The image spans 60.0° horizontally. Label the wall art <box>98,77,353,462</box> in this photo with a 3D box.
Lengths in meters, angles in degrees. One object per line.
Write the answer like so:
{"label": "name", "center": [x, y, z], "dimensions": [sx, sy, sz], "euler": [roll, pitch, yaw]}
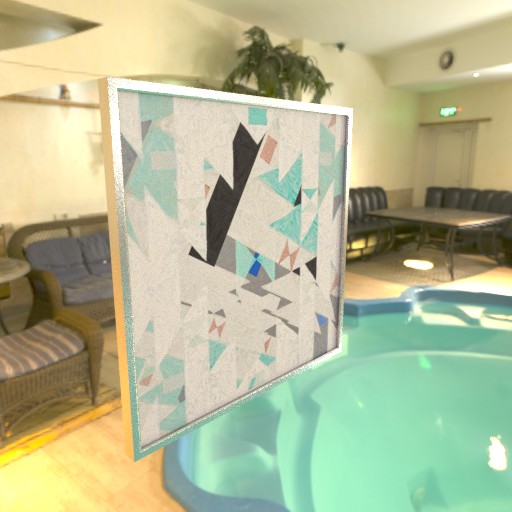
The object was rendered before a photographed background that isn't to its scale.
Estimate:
{"label": "wall art", "center": [0.000, 0.000, 1.189], "dimensions": [0.038, 0.806, 0.806], "euler": [12, 18, 43]}
